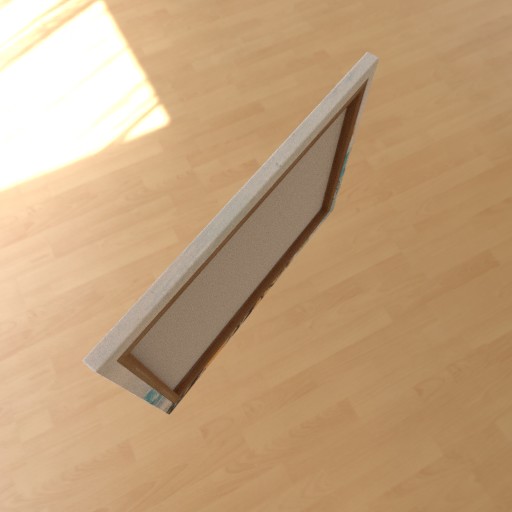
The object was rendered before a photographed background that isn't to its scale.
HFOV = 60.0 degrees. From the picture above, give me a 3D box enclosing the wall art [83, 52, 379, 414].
[{"bbox_3d":[0.000,0.000,1.331,0.038,0.762,1.016,35,69,15],"label":"wall art"}]
